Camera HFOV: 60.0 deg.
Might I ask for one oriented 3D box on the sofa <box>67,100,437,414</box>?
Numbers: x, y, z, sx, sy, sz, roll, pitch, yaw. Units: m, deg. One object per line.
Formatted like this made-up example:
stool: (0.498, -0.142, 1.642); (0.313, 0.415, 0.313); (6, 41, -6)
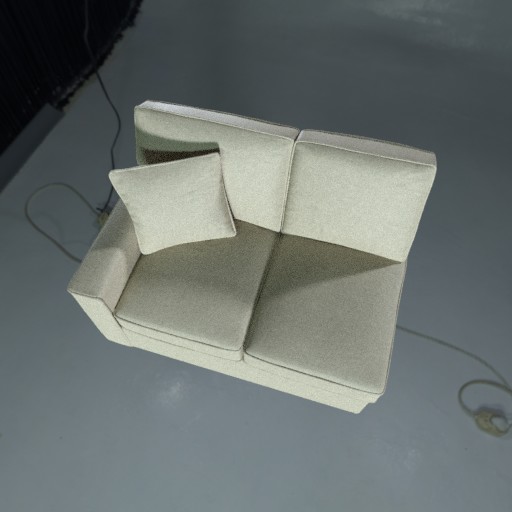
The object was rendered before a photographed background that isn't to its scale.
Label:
sofa: (0.000, 0.000, 2.114); (1.388, 0.989, 0.991); (14, 60, 9)
